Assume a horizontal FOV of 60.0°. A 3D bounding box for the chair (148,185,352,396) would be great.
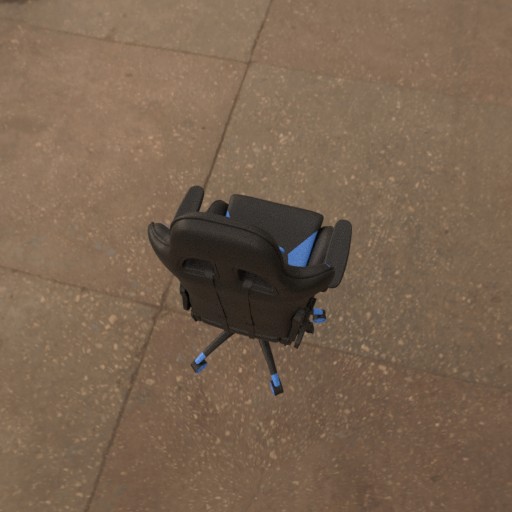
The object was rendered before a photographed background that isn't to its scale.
[{"bbox_3d":[0.000,0.000,1.704,0.695,1.282,0.730,14,62,8],"label":"chair"}]
